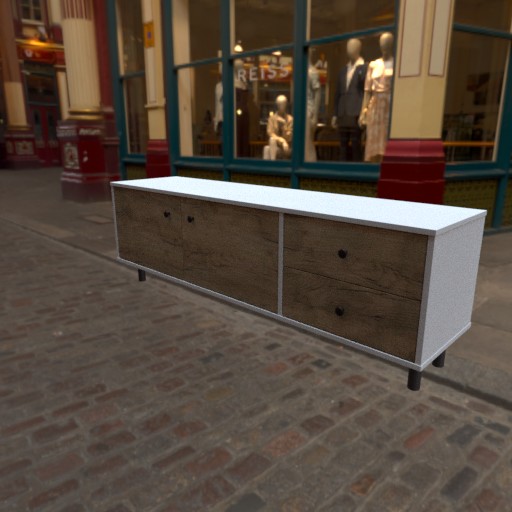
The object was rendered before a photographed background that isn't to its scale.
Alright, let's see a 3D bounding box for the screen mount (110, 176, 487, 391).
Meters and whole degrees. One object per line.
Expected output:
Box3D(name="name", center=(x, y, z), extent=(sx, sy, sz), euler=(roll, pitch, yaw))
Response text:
Box3D(name="screen mount", center=(0.000, 0.000, 1.844), extent=(1.600, 0.520, 0.418), euler=(14, 21, 41))
